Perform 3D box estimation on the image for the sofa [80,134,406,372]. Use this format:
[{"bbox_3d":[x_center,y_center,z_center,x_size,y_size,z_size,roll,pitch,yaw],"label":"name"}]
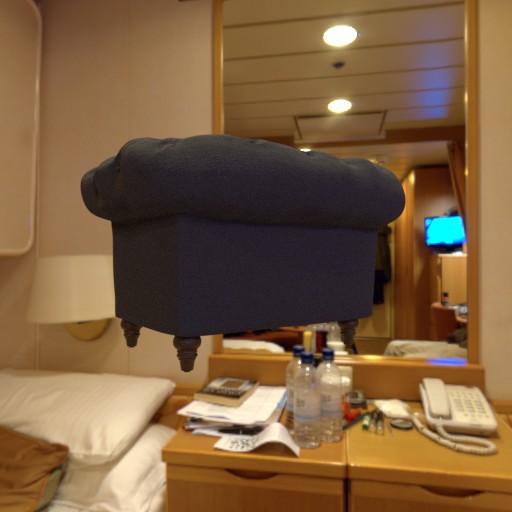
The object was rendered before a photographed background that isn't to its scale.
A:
[{"bbox_3d":[0.000,0.000,2.070,1.405,0.878,1.032,1,-1,-36],"label":"sofa"}]
